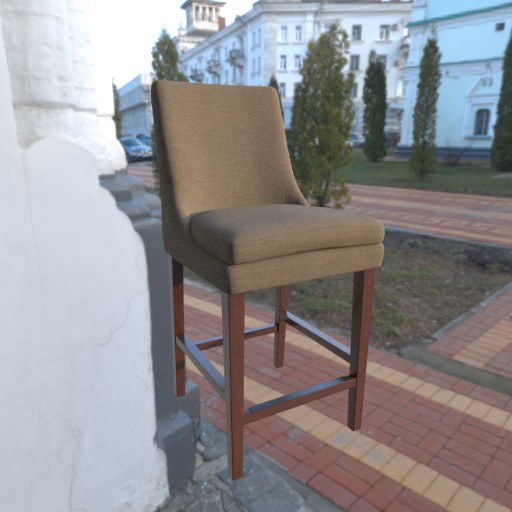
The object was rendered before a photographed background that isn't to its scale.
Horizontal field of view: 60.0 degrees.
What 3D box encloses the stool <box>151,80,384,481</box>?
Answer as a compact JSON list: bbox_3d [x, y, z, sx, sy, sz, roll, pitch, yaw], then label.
[{"bbox_3d":[0.000,0.000,1.284,0.470,0.981,0.577,-8,17,-28],"label":"stool"}]
